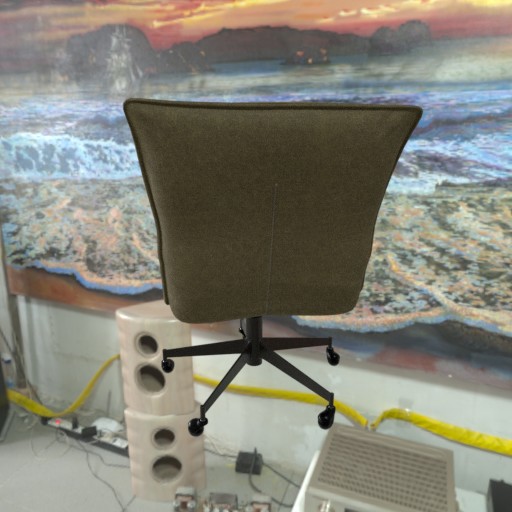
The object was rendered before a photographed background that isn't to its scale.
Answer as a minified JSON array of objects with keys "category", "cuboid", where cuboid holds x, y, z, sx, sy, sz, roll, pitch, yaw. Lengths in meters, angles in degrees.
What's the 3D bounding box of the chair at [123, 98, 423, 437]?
[{"category":"chair","cuboid":[0.000,0.000,1.281,0.597,0.811,0.696,-2,16,-8]}]
